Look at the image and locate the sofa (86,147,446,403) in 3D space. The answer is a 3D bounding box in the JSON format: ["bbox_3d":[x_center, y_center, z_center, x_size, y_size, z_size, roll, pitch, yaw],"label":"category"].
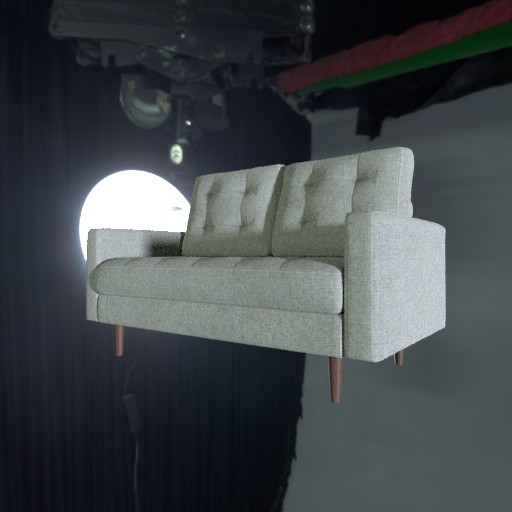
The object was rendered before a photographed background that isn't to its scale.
[{"bbox_3d":[0.000,0.000,1.953,1.407,0.907,0.842,0,0,36],"label":"sofa"}]
